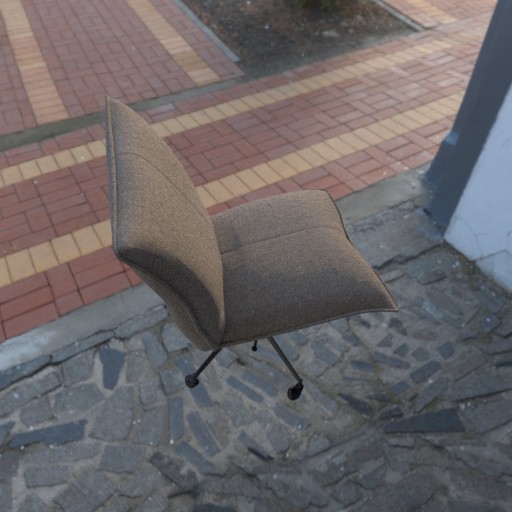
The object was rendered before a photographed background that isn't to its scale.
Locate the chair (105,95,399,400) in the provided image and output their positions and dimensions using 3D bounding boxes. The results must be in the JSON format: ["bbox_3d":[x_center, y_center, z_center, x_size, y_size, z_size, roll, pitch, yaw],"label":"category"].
[{"bbox_3d":[0.000,0.000,1.317,0.696,0.811,0.597,-10,47,-10],"label":"chair"}]
